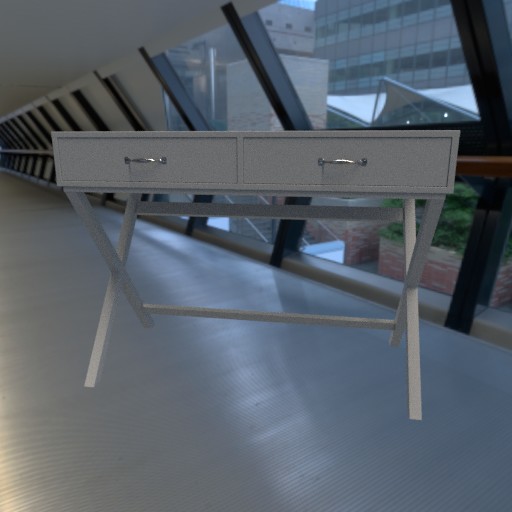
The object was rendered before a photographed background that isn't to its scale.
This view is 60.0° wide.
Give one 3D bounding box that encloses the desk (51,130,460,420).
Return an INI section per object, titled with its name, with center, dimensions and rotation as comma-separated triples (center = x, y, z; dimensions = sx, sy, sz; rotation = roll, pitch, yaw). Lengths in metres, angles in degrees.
[desk]
center = 0.000, 0.000, 1.456
dimensions = 1.057, 0.780, 0.525
rotation = 3, 15, 10
